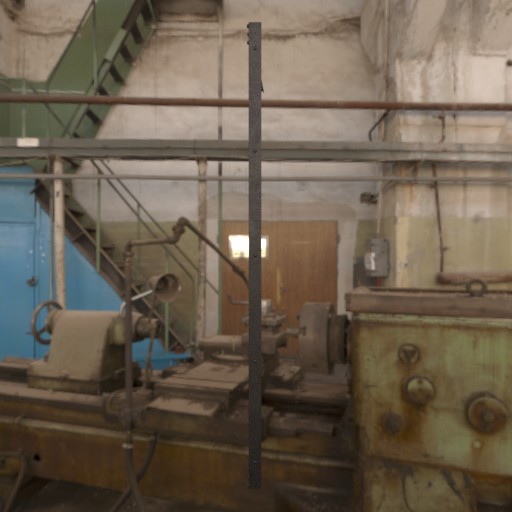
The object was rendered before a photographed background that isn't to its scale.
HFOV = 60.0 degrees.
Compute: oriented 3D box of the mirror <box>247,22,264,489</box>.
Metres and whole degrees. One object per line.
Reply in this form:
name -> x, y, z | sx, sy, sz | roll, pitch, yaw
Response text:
mirror -> 0.000, 0.000, 1.195 | 0.042, 1.080, 0.354 | 0, 1, 0
